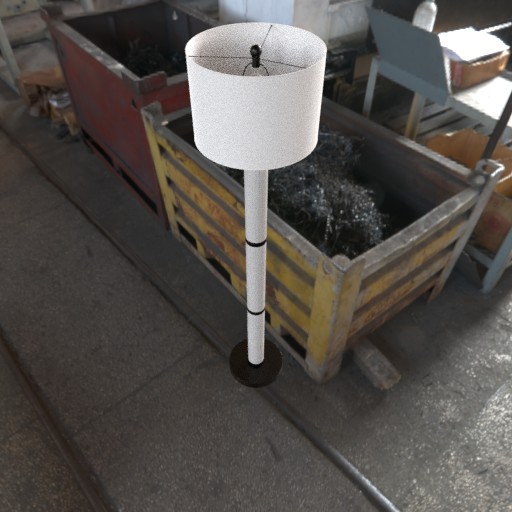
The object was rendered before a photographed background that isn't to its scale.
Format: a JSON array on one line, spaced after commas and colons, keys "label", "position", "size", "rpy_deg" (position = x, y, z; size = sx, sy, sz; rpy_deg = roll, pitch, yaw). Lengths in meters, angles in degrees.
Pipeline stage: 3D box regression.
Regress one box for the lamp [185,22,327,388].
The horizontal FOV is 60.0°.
[{"label": "lamp", "position": [0.000, 0.000, 1.744], "size": [0.377, 1.599, 0.377], "rpy_deg": [10, 46, 10]}]
